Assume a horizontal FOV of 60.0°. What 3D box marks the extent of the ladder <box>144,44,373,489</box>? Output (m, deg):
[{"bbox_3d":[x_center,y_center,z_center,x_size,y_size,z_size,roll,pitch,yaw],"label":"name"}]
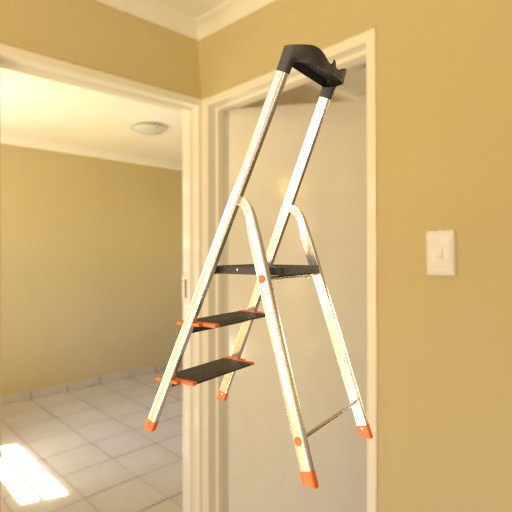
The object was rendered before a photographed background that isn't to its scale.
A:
[{"bbox_3d":[0.000,0.000,1.531,0.686,1.229,0.416,0,1,36],"label":"ladder"}]
